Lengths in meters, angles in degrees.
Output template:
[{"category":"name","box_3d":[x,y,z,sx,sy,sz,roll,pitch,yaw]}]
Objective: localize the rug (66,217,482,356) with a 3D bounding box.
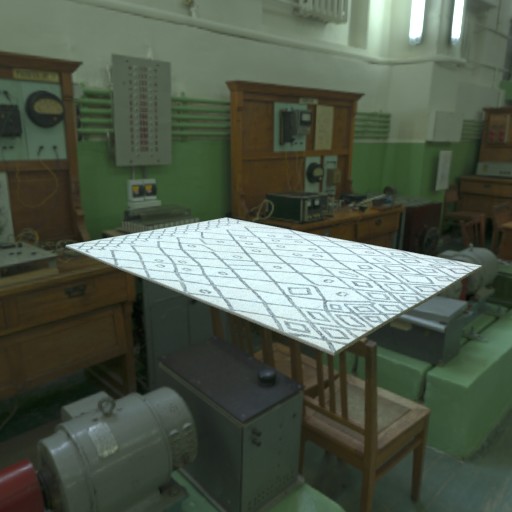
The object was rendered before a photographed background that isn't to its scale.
[{"category":"rug","box_3d":[0.000,0.000,2.305,1.828,0.015,1.222,14,21,43]}]
